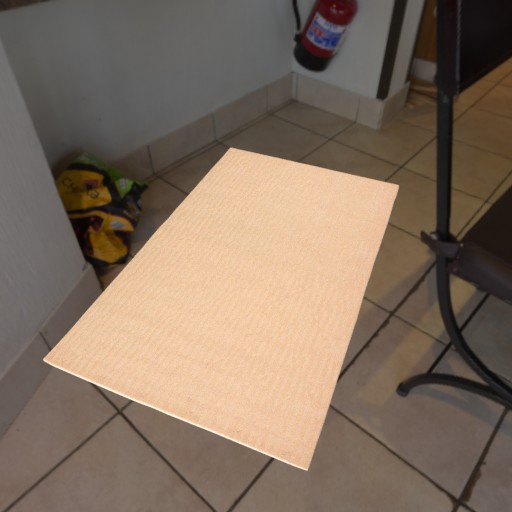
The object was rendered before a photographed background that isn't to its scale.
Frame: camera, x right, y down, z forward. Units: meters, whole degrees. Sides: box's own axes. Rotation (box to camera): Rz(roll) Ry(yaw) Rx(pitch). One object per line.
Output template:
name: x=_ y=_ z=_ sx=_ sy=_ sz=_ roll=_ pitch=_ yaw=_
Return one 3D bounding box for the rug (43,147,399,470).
rug: x=0.000 y=0.000 z=3.026 sx=1.531 sy=0.014 sz=2.441 roll=16 pitch=46 yaw=16
